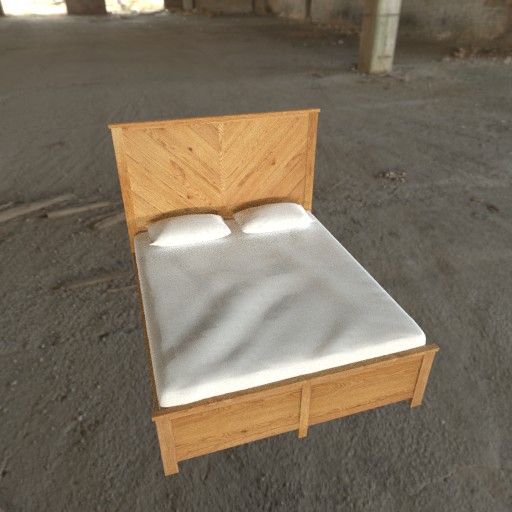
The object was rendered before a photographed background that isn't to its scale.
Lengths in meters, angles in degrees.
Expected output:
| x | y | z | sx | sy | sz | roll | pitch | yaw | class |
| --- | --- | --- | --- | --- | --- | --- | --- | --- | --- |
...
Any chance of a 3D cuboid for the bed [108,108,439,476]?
| x | y | z | sx | sy | sz | roll | pitch | yaw | class |
| --- | --- | --- | --- | --- | --- | --- | --- | --- | --- |
| 0.000 | 0.000 | 3.537 | 1.936 | 1.686 | 2.201 | -9 | 33 | -15 | bed |
